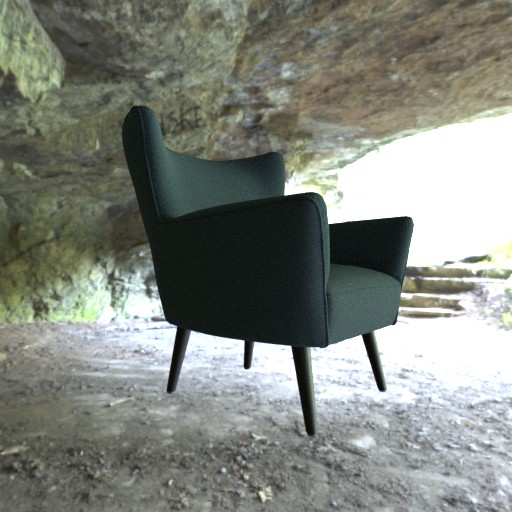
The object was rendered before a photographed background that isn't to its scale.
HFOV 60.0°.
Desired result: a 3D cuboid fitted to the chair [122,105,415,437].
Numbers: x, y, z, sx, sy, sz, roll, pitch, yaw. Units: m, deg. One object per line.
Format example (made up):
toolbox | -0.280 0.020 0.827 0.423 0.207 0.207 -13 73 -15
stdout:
chair | 0.000 0.000 1.559 0.888 0.933 0.781 -1 -1 37
